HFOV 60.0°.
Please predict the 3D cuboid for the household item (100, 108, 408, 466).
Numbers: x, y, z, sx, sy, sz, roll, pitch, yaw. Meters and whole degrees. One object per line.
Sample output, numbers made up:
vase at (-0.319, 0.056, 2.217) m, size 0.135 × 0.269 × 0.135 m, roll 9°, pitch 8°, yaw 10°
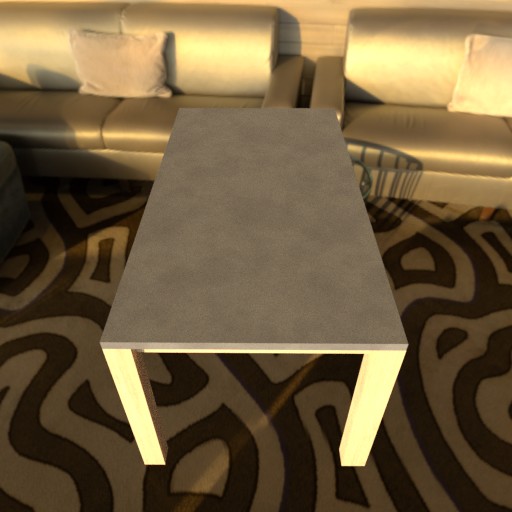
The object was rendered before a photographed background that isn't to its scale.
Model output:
household item at (0.000, 0.000, 2.071) m, size 0.850 × 0.755 × 1.600 m, roll 0°, pitch 41°, yaw 0°
